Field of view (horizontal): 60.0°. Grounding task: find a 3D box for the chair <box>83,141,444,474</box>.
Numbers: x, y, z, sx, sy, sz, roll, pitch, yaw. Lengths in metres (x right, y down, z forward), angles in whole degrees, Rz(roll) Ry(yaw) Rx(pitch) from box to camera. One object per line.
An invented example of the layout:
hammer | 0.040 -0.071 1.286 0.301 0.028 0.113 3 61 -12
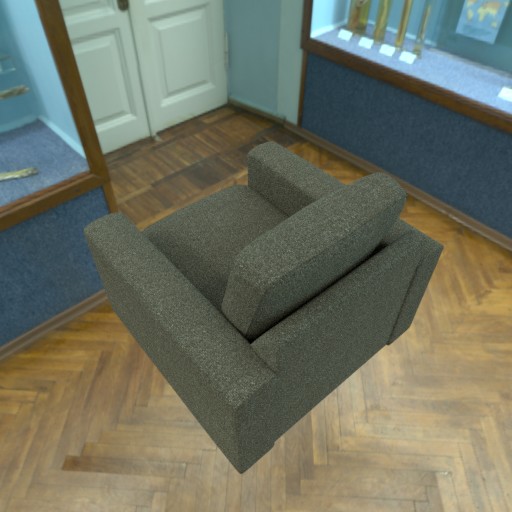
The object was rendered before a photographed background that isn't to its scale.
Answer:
chair | 0.000 0.000 1.788 1.005 0.873 1.016 -31 53 -27
